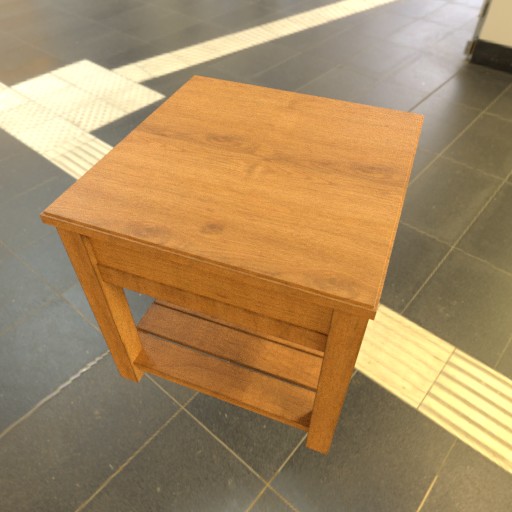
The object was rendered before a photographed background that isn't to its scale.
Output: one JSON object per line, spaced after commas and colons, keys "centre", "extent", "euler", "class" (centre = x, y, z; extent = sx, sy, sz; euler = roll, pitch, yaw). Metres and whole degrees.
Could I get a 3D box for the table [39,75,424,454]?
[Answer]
{"centre": [0.000, 0.000, 1.129], "extent": [0.612, 0.593, 0.616], "euler": [15, 48, 15], "class": "table"}
